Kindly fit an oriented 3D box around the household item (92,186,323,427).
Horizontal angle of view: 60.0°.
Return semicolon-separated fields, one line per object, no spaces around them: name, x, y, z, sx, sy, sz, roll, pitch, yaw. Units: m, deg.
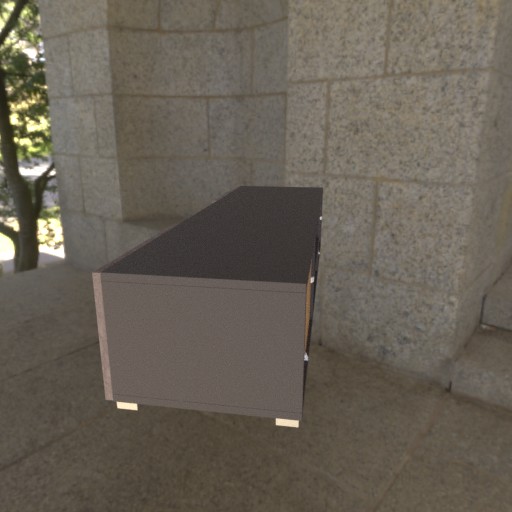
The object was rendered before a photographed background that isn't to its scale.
household item;0.000;0.000;1.543;0.420;0.310;1.400;3;16;9
